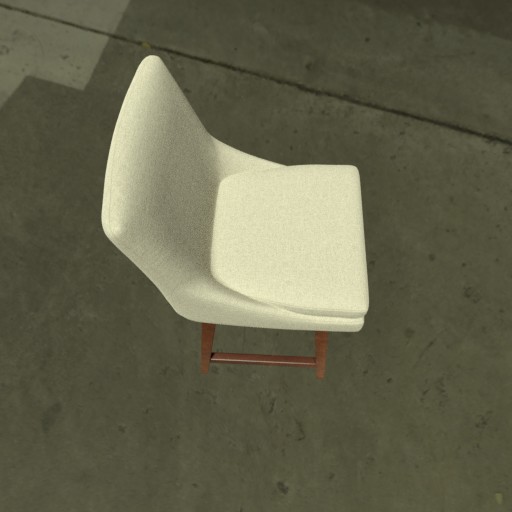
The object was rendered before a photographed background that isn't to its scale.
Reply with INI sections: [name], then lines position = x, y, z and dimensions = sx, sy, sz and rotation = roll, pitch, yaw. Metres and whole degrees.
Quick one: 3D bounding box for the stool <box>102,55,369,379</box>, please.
[stool]
position = 0.000, 0.000, 1.275
dimensions = 0.559, 0.991, 0.469
rotation = 2, 62, 1
